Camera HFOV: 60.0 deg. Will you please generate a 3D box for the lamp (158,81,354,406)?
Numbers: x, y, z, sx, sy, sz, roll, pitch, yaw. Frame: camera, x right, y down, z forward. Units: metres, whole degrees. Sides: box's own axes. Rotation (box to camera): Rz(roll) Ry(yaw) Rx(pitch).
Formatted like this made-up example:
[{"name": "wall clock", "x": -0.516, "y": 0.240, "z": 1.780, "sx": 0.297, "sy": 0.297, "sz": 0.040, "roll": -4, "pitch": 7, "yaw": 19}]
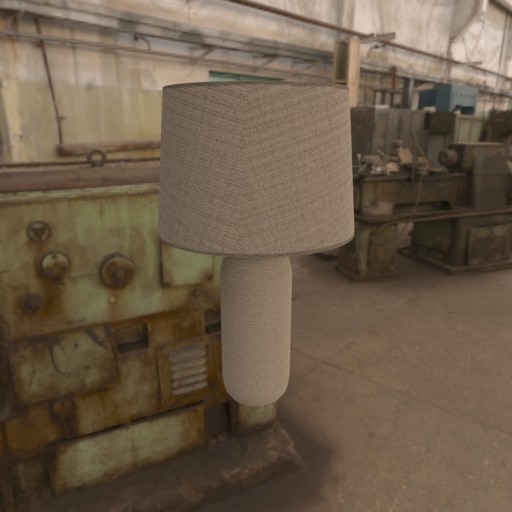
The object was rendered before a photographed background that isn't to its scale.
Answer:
[{"name": "lamp", "x": 0.000, "y": 0.000, "z": 0.860, "sx": 0.367, "sy": 0.609, "sz": 0.367, "roll": 0, "pitch": 17, "yaw": 0}]
